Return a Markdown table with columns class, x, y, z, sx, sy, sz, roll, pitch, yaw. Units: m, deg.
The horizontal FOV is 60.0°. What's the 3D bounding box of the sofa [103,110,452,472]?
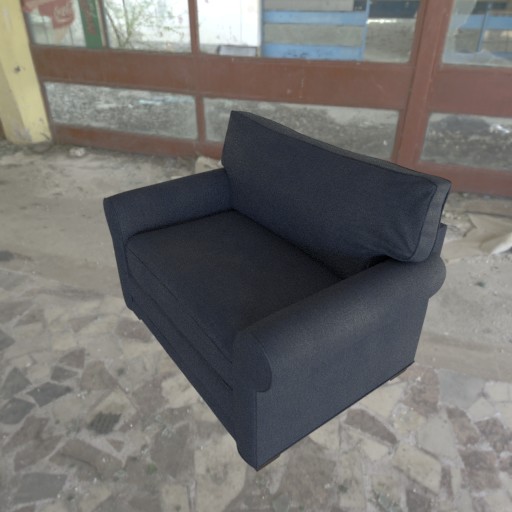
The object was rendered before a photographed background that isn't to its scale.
| class | x | y | z | sx | sy | sz | roll | pitch | yaw |
| --- | --- | --- | --- | --- | --- | --- | --- | --- | --- |
| sofa | 0.000 | 0.000 | 2.033 | 0.938 | 1.004 | 1.405 | -21 | 37 | -30 |
